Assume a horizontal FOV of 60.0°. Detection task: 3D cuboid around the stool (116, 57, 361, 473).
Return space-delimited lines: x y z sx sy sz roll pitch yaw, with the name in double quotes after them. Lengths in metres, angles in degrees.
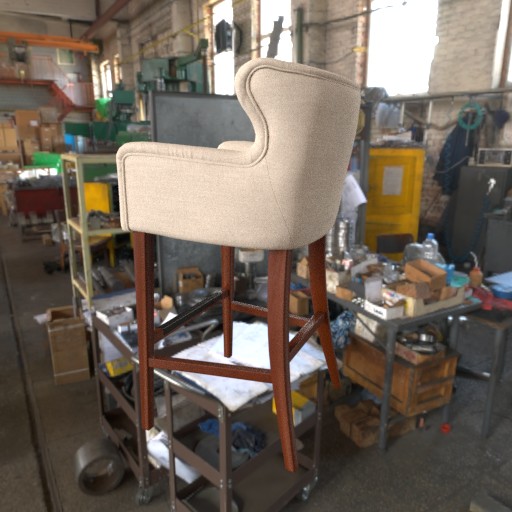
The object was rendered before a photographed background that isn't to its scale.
0.000 0.000 1.351 0.563 1.034 0.556 7 16 24 "stool"
